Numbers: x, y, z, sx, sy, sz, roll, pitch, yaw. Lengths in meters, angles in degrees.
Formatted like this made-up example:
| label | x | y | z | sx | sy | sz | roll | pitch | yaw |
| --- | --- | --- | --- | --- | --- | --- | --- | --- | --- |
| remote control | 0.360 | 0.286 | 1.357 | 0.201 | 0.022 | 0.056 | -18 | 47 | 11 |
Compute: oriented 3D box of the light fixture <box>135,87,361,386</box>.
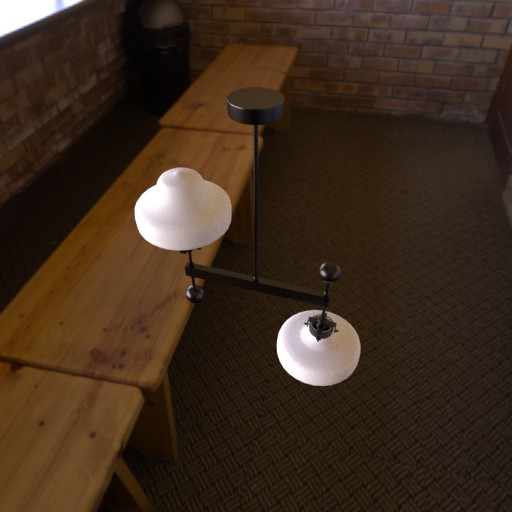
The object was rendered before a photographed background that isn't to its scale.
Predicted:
| label | x | y | z | sx | sy | sz | roll | pitch | yaw |
| --- | --- | --- | --- | --- | --- | --- | --- | --- | --- |
| light fixture | 0.000 | 0.000 | 1.026 | 0.489 | 0.743 | 0.422 | -13 | 43 | -15 |
